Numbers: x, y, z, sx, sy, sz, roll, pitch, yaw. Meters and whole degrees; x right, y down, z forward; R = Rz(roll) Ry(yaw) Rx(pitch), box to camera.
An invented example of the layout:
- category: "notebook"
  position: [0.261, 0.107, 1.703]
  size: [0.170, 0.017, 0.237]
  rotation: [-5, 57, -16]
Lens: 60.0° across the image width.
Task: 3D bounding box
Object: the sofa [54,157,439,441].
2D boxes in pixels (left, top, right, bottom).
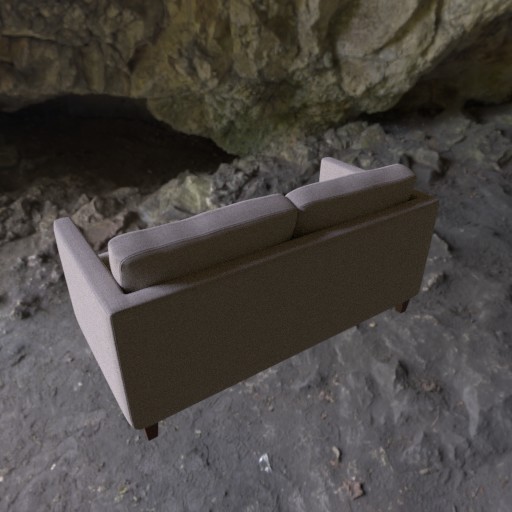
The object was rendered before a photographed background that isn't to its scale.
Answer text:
- category: "sofa"
  position: [0.000, 0.000, 2.482]
  size: [1.884, 0.947, 0.951]
  rotation: [-19, 35, -29]
